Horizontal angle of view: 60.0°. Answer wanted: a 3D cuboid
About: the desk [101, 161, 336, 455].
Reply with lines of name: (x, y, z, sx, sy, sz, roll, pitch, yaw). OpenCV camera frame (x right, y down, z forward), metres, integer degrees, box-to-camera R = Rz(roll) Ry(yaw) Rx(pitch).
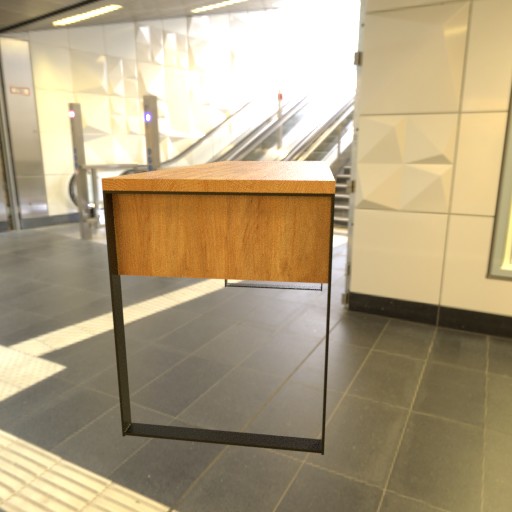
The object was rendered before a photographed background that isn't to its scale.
desk: (0.000, 0.000, 1.923, 0.600, 0.760, 1.520, 2, 14, 8)
